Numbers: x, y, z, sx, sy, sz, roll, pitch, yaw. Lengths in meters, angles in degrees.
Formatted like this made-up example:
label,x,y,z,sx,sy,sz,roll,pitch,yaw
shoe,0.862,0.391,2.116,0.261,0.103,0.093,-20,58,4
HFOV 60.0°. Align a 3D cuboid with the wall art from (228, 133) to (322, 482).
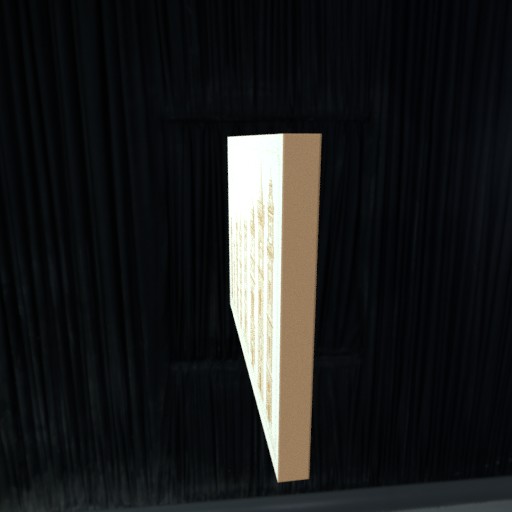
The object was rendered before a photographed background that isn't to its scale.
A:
label,x,y,z,sx,sy,sz,roll,pitch,yaw
wall art,0.000,0.000,0.779,0.039,0.407,0.609,-2,15,-8
